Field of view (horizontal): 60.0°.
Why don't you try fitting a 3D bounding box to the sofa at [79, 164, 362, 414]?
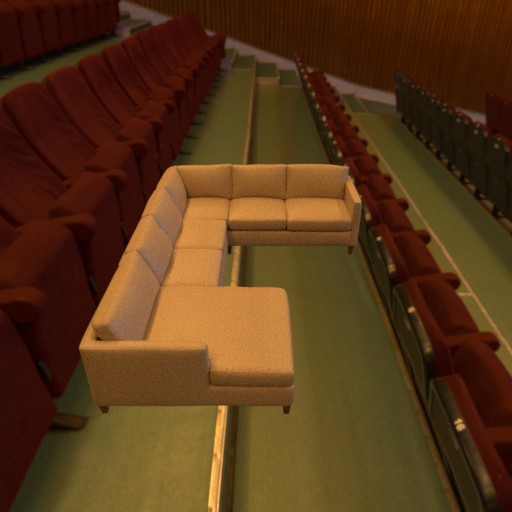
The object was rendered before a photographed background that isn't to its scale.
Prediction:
[{"bbox_3d":[0.000,0.000,4.764,2.594,0.961,3.460,0,32,0],"label":"sofa"}]
